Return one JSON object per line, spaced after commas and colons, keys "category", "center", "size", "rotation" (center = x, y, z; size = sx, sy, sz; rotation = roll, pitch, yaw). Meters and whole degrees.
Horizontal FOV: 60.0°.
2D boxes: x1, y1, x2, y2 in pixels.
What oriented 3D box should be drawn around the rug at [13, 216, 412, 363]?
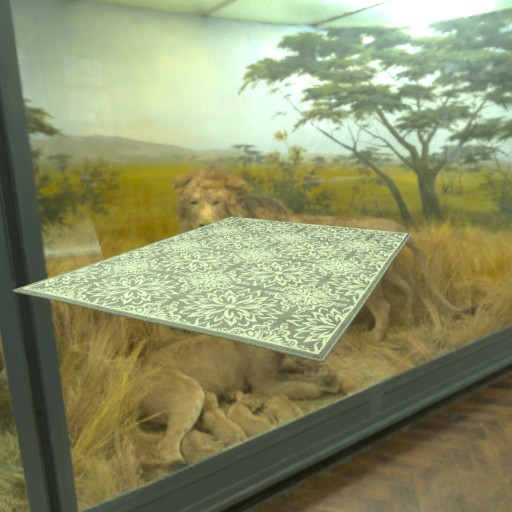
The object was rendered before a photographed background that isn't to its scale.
{"category": "rug", "center": [0.000, 0.000, 2.815], "size": [1.608, 0.014, 2.213], "rotation": [8, 17, 25]}
